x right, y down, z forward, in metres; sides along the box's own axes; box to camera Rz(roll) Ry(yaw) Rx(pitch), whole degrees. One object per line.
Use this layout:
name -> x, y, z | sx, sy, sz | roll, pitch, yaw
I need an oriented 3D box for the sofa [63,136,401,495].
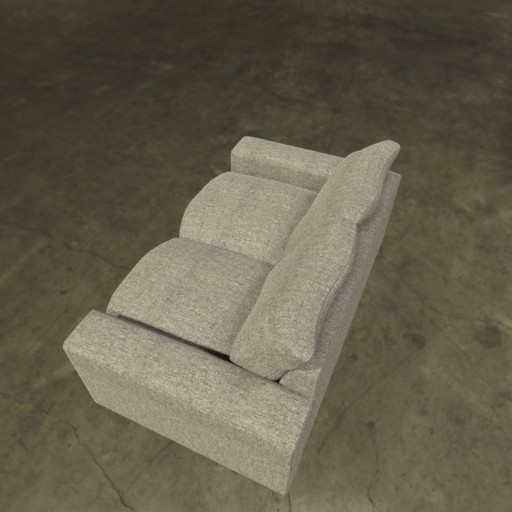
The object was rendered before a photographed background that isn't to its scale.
sofa -> 0.000, 0.000, 2.297 | 1.094, 0.877, 1.758 | 18, 50, 17
